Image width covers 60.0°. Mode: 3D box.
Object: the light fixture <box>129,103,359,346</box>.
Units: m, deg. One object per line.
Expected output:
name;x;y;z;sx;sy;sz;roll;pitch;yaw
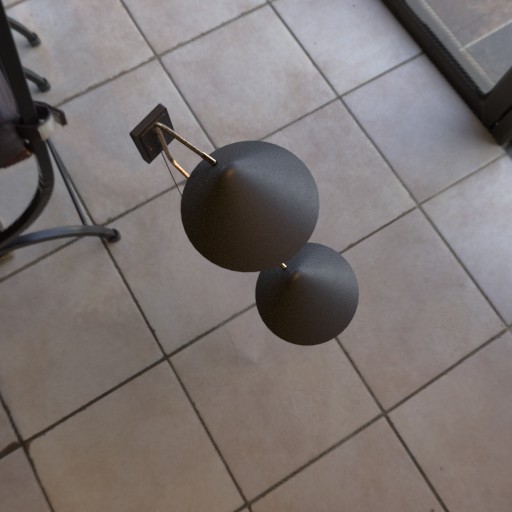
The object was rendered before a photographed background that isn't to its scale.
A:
light fixture;0.000;0.000;0.848;0.422;0.665;0.189;39;79;9
